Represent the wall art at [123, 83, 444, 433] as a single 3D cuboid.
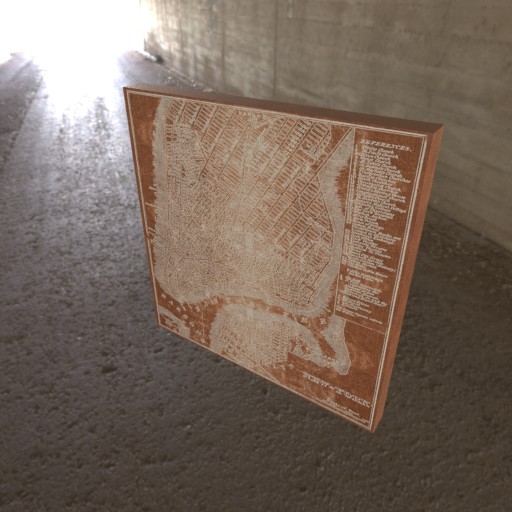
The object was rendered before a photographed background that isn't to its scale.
[{"bbox_3d":[0.000,0.000,0.602,0.403,0.403,0.035,19,36,29],"label":"wall art"}]
